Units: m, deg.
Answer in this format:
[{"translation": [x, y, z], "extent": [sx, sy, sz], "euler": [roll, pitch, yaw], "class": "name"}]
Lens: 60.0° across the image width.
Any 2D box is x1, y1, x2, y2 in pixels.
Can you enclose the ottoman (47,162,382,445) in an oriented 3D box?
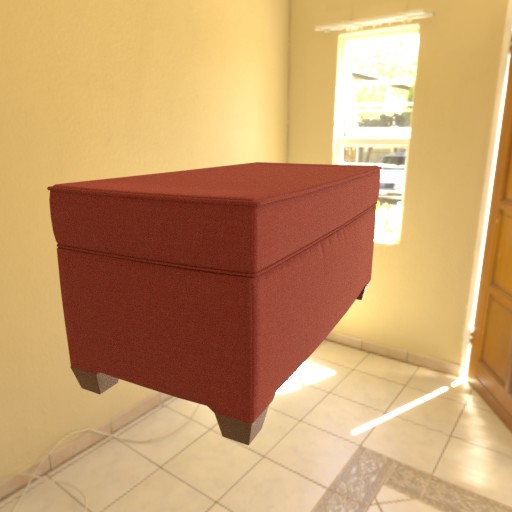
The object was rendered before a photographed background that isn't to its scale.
[{"translation": [0.000, 0.000, 1.224], "extent": [0.497, 0.454, 0.948], "euler": [7, 17, 26], "class": "ottoman"}]
